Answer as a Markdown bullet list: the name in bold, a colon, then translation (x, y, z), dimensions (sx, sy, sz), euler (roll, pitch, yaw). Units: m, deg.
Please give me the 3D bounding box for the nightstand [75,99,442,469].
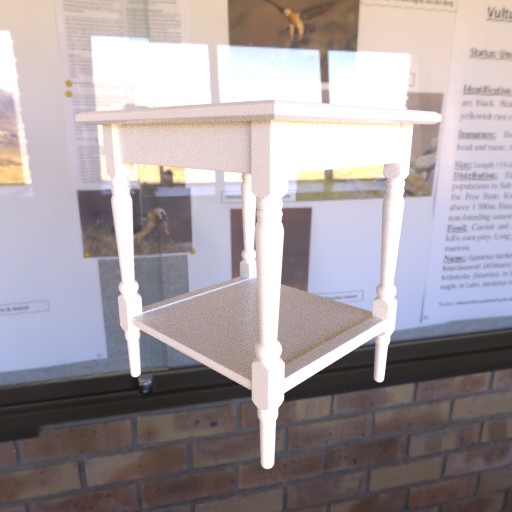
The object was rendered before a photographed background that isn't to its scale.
- **nightstand**: translation (0.000, 0.000, 0.897), dimensions (0.505, 0.555, 0.459), euler (15, 21, 42)
